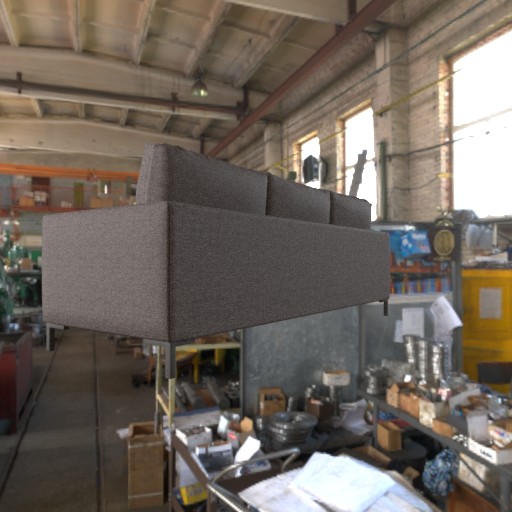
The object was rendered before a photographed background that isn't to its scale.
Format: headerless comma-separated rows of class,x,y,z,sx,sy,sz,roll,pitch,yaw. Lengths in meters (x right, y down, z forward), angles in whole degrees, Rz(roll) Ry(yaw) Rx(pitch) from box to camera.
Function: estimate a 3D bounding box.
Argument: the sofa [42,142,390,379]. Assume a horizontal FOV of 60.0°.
sofa,0.000,0.000,2.685,0.876,0.882,2.253,0,-1,36
